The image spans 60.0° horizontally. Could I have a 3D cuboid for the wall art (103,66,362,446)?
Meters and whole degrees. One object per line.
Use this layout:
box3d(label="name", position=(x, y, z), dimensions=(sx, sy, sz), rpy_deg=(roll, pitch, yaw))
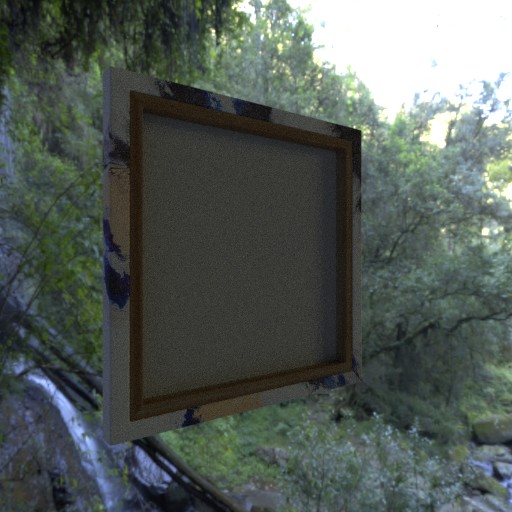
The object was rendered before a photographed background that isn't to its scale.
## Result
box3d(label="wall art", position=(0.000, 0.000, 0.903), dimensions=(0.609, 0.609, 0.039), rpy_deg=(0, 0, -37))
